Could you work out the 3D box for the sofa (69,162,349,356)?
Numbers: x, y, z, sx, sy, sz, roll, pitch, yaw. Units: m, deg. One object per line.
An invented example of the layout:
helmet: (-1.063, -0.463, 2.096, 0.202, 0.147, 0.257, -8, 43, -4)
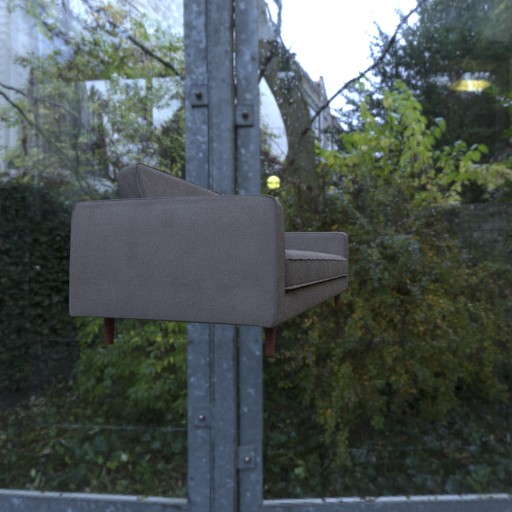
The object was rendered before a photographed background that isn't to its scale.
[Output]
sofa: (0.000, 0.000, 2.773, 0.923, 0.813, 2.295, 0, -1, 18)
